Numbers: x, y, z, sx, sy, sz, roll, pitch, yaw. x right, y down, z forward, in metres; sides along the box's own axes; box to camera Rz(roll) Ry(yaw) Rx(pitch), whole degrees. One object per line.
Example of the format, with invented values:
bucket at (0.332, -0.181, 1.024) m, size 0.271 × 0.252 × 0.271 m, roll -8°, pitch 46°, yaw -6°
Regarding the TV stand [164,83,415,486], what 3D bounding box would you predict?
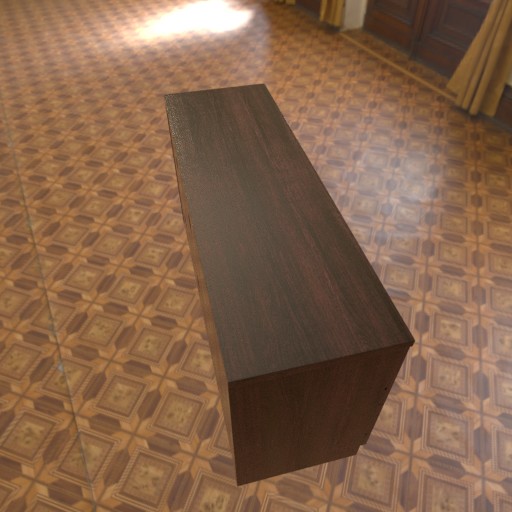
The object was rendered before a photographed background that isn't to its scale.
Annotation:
TV stand at (0.000, 0.000, 1.480) m, size 0.404 × 0.614 × 1.192 m, roll -10°, pitch 47°, yaw -10°
